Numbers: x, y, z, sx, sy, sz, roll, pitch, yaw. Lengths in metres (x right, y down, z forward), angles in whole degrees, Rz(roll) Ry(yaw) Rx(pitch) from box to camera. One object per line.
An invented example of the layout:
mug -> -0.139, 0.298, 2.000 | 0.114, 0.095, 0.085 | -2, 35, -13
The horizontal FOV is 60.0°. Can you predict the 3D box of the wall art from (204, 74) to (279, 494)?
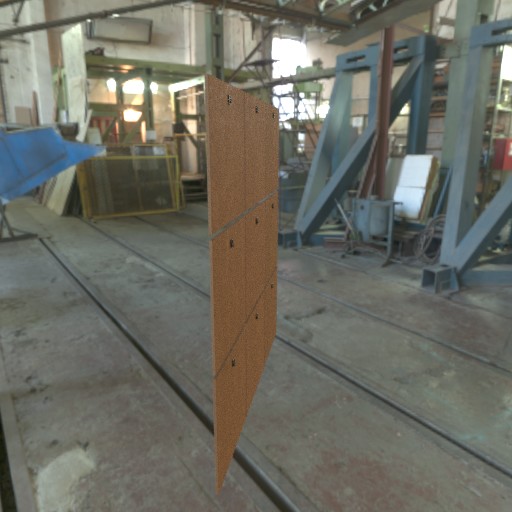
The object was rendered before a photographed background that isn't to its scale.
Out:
wall art -> 0.000, 0.000, 2.251 | 0.023, 1.522, 1.526 | 3, 15, 11
